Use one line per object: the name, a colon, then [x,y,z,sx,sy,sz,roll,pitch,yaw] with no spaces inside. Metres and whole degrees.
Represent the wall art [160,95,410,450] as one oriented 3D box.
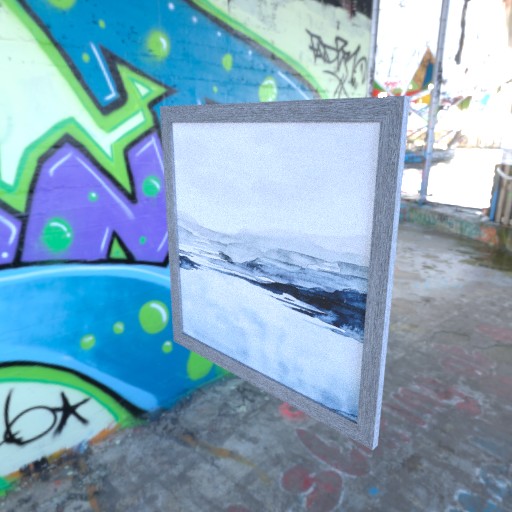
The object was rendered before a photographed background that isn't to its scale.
wall art: [0.000,0.000,1.045,0.685,0.685,0.020,15,23,42]
